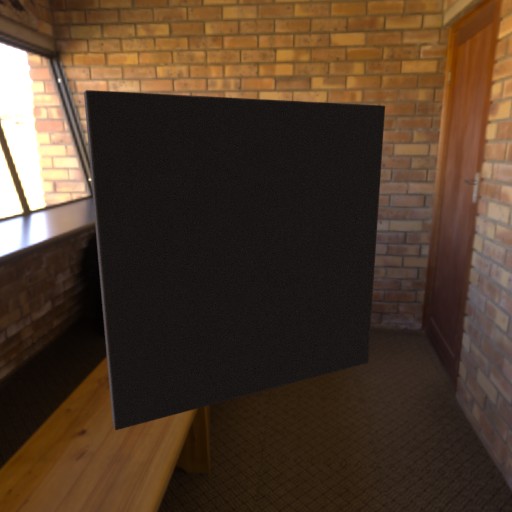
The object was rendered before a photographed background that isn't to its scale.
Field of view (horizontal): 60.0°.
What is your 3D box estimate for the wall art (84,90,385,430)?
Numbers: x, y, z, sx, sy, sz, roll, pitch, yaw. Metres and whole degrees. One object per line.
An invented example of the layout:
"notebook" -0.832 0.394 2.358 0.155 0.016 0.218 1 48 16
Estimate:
"wall art" 0.000 0.000 0.454 0.304 0.303 0.015 -7 15 -26
